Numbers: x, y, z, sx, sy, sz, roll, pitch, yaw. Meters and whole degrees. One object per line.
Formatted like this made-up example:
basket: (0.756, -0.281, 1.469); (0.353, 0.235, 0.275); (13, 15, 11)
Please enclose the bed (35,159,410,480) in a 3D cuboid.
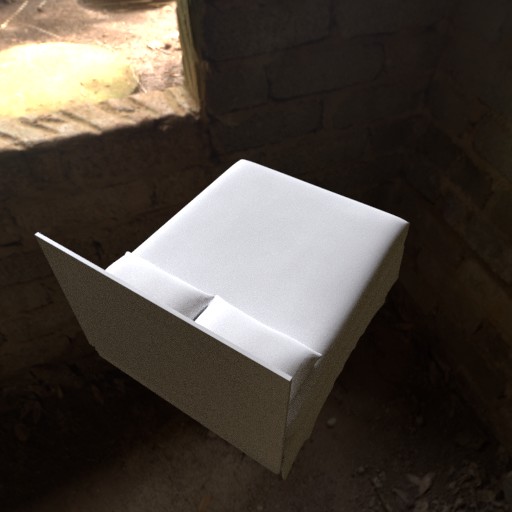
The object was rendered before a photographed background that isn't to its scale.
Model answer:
bed: (0.000, 0.000, 3.222); (1.745, 1.335, 2.094); (25, 52, 22)
